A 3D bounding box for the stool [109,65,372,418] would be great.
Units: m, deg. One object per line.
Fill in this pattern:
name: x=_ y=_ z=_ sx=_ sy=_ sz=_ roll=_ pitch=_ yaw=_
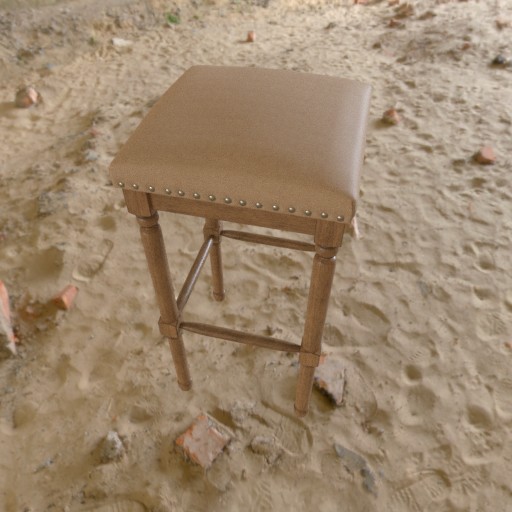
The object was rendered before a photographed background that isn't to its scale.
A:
stool: x=0.000 y=0.000 z=1.009 sx=0.382 sy=0.768 sz=0.383 roll=10 pitch=46 yaw=9
